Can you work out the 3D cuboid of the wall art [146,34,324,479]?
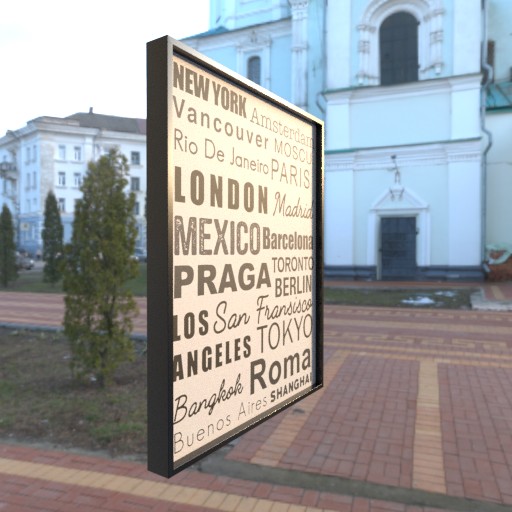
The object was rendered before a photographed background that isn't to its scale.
[{"bbox_3d":[0.000,0.000,0.745,0.038,0.551,0.448,1,1,34],"label":"wall art"}]
